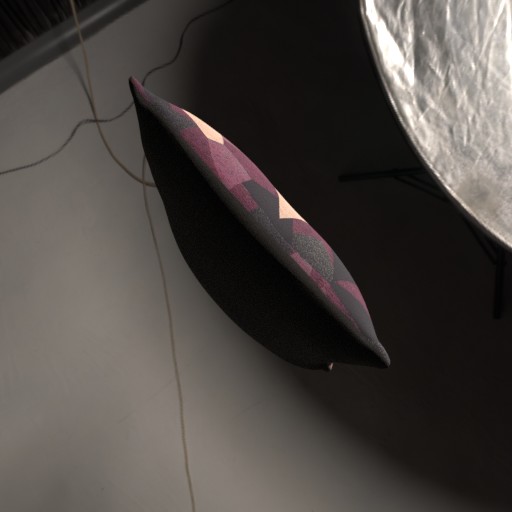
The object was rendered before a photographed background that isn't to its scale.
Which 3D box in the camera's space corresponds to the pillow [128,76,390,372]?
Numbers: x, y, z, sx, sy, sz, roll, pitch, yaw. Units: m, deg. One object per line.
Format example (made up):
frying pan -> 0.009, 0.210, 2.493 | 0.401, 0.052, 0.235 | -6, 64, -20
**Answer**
pillow -> 0.000, 0.000, 0.772 | 0.208, 0.496, 0.503 | -39, 79, -9
